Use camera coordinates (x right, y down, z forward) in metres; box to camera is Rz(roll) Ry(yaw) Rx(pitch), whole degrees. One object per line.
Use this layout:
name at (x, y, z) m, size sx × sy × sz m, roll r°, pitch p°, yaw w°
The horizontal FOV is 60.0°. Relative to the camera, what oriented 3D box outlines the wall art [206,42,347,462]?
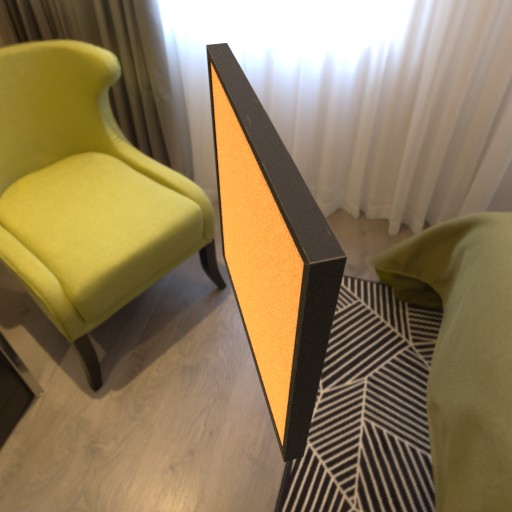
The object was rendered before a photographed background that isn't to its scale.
wall art at (0.000, 0.000, 0.748) m, size 0.036 × 0.506 × 0.506 m, roll -11°, pitch 48°, yaw -10°
